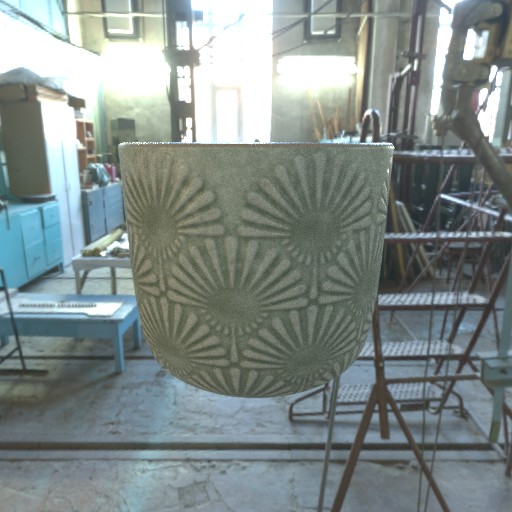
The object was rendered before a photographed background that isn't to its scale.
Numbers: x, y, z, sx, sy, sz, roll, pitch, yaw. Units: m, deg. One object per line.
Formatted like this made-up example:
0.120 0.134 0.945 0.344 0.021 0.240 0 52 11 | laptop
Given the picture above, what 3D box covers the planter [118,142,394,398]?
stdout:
0.000 0.000 0.221 0.124 0.109 0.124 0 14 0 | planter
